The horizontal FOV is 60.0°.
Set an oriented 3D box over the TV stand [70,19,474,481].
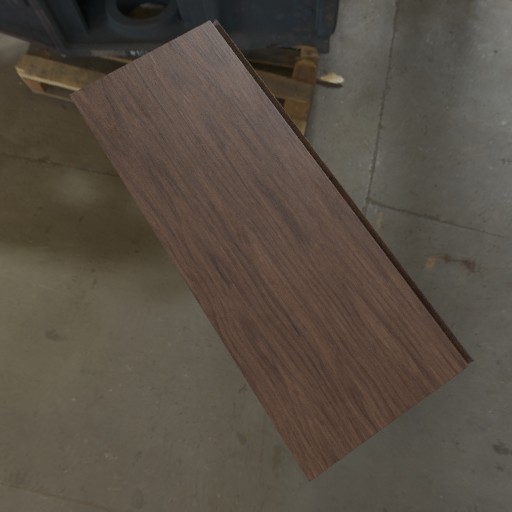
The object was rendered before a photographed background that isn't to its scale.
[{"bbox_3d":[0.000,0.000,1.282,0.405,0.660,0.990,-32,77,-8],"label":"TV stand"}]
